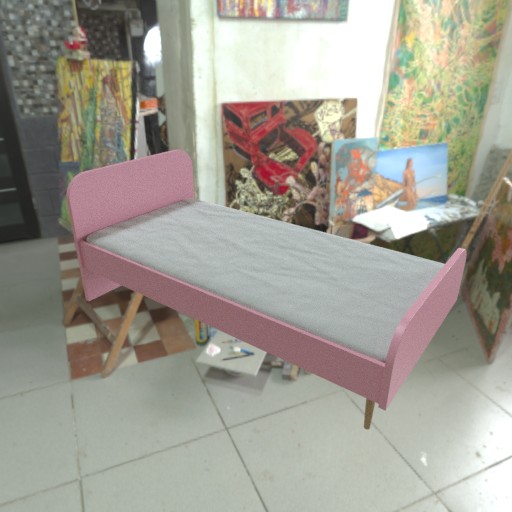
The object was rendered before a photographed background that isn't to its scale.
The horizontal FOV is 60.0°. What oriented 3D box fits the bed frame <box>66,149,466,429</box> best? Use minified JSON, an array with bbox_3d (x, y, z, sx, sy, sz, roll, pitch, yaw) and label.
[{"bbox_3d":[0.000,0.000,2.487,1.963,0.805,0.998,18,31,33],"label":"bed frame"}]
